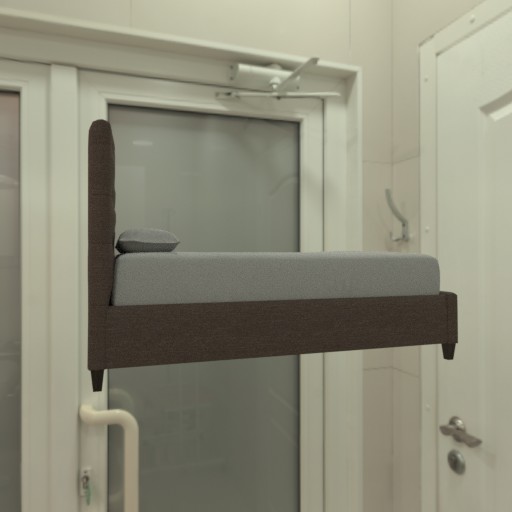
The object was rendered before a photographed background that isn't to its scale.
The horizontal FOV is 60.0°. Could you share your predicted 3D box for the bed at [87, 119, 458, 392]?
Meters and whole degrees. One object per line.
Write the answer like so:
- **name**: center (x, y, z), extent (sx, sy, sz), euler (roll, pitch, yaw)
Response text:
- **bed**: center (0.000, 0.000, 3.455), extent (2.387, 1.427, 1.698), euler (0, 0, -18)
